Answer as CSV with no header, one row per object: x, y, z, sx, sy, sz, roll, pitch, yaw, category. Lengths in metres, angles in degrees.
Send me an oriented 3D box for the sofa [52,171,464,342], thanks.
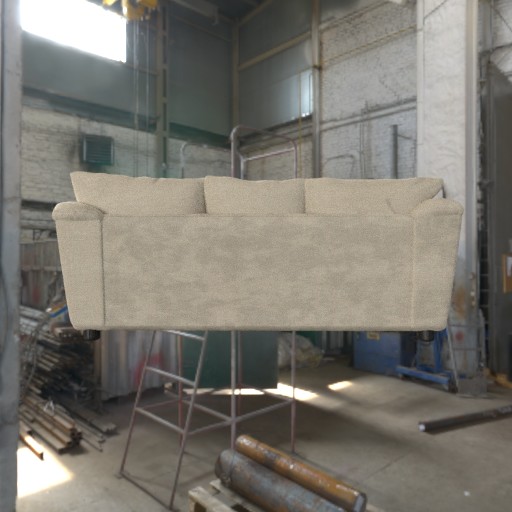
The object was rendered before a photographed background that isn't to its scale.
0.000,0.000,2.831,2.377,0.981,0.893,0,-1,1,sofa
